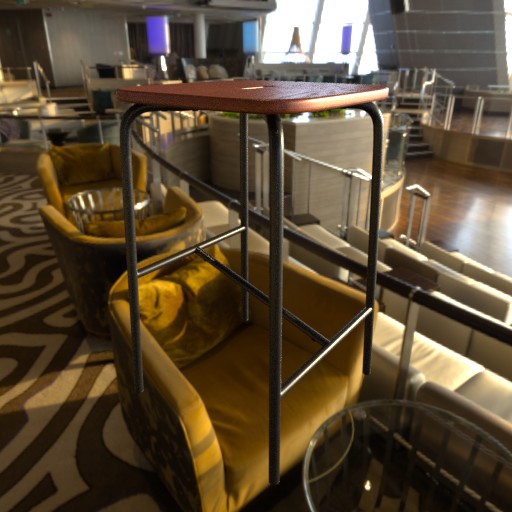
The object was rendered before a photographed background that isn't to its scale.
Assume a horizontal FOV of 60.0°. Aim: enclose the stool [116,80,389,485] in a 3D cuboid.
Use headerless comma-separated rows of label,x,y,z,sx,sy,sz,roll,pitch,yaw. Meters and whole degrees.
stool,0.000,0.000,0.855,0.376,0.610,0.376,18,30,34
